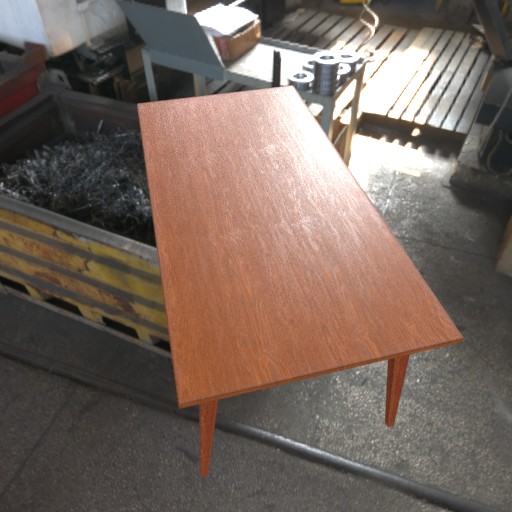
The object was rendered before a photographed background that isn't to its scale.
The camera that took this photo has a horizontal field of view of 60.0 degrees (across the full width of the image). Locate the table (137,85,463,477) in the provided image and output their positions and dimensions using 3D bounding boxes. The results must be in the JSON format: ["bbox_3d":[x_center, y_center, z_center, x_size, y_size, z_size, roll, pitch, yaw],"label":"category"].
[{"bbox_3d":[0.000,0.000,1.996,0.811,0.755,1.609,-10,47,-10],"label":"table"}]
